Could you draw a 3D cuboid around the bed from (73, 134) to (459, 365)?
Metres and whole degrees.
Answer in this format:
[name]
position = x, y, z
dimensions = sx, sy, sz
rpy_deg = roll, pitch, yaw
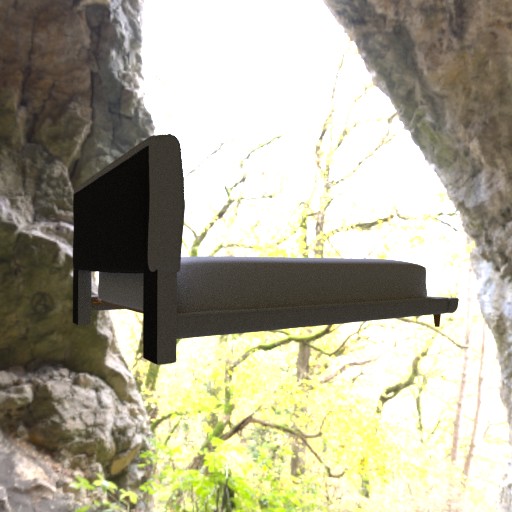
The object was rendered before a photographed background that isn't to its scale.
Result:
[bed]
position = 0.000, 0.000, 3.370
dimensions = 2.368, 1.067, 1.840
rpy_deg = 1, -2, -33
